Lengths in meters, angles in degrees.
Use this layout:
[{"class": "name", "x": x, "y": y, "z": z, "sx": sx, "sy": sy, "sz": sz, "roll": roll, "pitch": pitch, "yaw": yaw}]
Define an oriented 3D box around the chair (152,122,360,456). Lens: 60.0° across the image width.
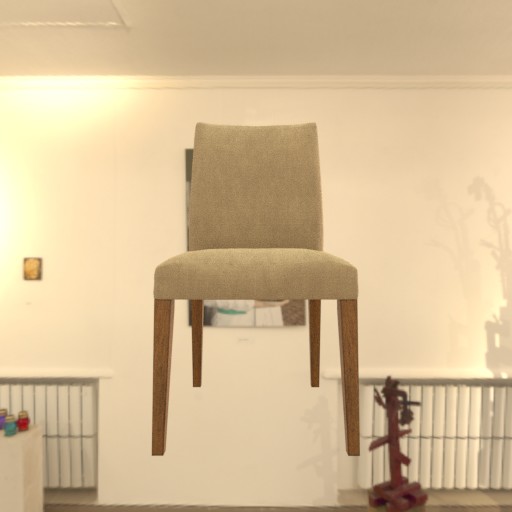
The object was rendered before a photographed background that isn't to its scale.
[{"class": "chair", "x": 0.000, "y": 0.000, "z": 1.338, "sx": 0.496, "sy": 0.940, "sz": 0.585, "roll": 0, "pitch": 1, "yaw": 0}]
